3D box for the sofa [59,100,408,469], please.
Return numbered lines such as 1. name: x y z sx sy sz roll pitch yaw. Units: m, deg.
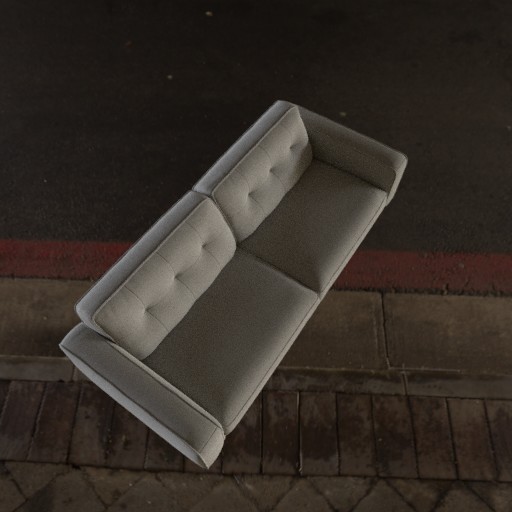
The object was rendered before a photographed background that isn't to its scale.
1. sofa: 0.000 0.000 2.758 0.956 0.781 2.270 31 63 17
